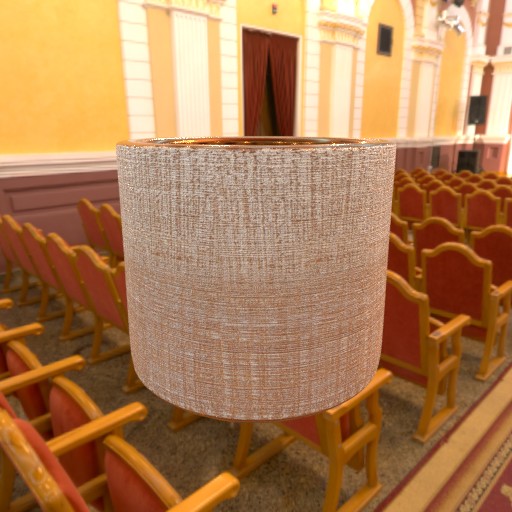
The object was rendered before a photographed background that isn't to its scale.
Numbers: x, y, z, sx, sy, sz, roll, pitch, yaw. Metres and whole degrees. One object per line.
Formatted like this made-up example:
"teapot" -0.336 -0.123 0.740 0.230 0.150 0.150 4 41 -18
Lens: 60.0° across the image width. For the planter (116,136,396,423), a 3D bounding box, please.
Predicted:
"planter" 0.000 0.000 0.309 0.177 0.157 0.177 0 17 0
